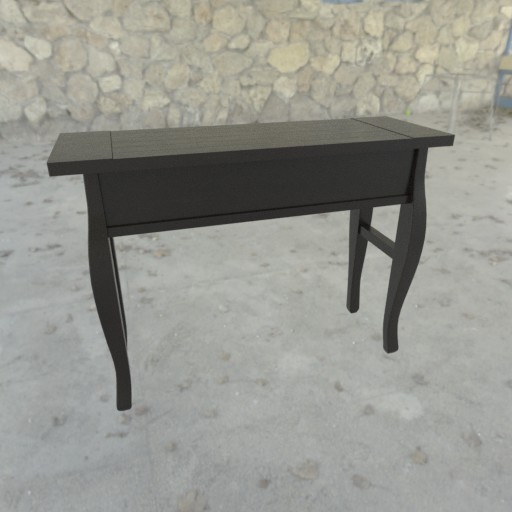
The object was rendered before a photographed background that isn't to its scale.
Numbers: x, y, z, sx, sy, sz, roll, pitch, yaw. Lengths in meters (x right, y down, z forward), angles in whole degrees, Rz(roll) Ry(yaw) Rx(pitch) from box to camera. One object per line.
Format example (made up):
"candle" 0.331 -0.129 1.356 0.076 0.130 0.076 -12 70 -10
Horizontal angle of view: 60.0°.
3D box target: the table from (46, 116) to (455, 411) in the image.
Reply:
"table" 0.000 0.000 1.423 1.062 0.768 0.373 -8 27 -15
